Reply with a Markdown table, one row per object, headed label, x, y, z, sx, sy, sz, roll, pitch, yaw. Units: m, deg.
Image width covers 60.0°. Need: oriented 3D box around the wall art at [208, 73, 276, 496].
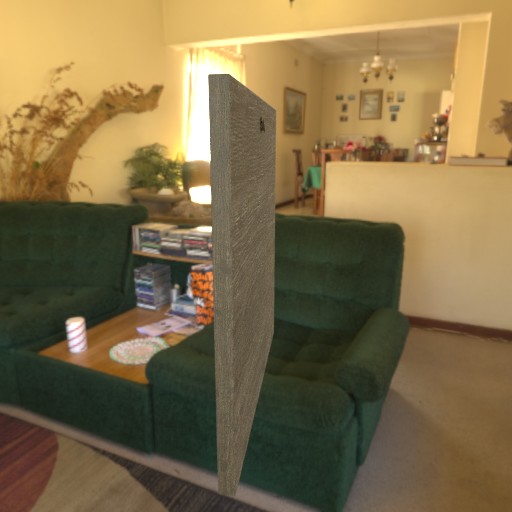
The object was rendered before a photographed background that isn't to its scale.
| label | x | y | z | sx | sy | sz | roll | pitch | yaw |
| --- | --- | --- | --- | --- | --- | --- | --- | --- | --- |
| wall art | 0.000 | 0.000 | 0.681 | 0.027 | 0.459 | 0.462 | 2 | 14 | 8 |
